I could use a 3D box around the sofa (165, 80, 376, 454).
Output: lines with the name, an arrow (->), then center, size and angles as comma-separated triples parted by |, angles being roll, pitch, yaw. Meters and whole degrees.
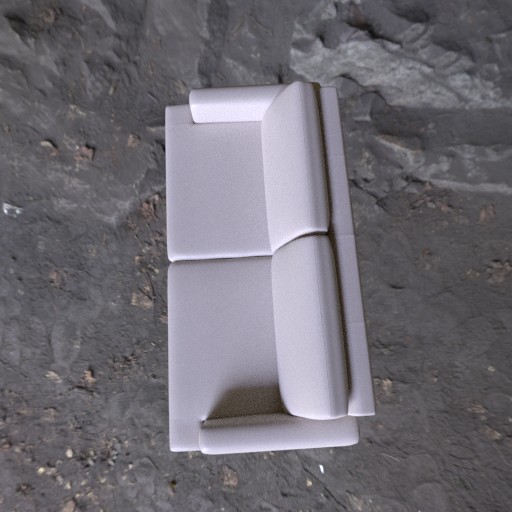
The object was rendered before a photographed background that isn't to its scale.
sofa -> 0.000, 0.000, 2.399 | 0.974, 0.765, 1.940 | -3, 76, -1
